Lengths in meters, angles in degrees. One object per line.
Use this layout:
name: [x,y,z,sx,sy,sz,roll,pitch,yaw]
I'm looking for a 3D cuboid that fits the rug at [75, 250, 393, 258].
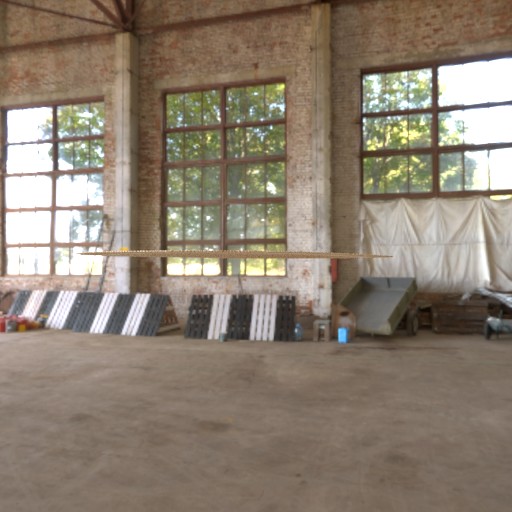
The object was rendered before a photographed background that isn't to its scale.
rug: [0.000,0.000,3.019,1.520,0.006,2.432,-1,-1,34]
